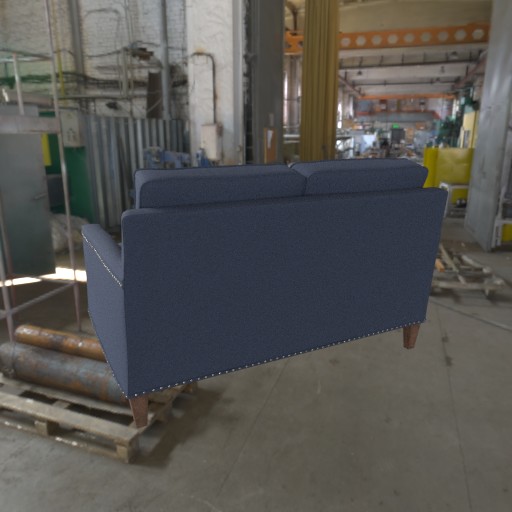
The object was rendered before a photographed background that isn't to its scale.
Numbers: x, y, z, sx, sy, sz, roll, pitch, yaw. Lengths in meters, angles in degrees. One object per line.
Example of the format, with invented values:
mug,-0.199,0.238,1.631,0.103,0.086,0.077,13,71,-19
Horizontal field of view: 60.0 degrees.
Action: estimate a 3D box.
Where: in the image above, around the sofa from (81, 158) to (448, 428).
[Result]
sofa,0.000,0.000,2.293,1.597,1.003,1.084,-8,17,-26
